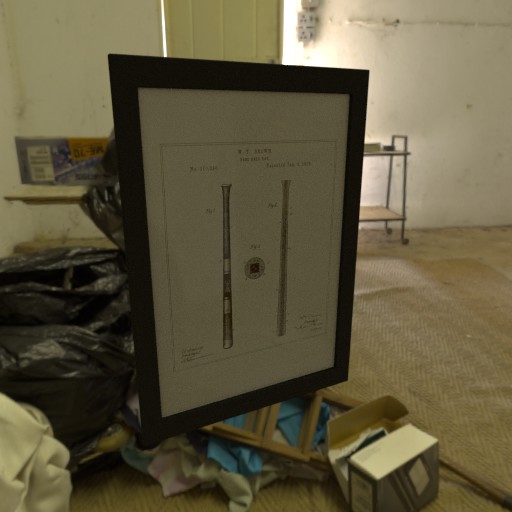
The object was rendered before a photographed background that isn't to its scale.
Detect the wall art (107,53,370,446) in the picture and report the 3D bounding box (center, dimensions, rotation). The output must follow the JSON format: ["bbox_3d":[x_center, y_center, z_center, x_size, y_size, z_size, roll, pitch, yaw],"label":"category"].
[{"bbox_3d":[0.000,0.000,0.658,0.374,0.529,0.012,-9,19,-26],"label":"wall art"}]
